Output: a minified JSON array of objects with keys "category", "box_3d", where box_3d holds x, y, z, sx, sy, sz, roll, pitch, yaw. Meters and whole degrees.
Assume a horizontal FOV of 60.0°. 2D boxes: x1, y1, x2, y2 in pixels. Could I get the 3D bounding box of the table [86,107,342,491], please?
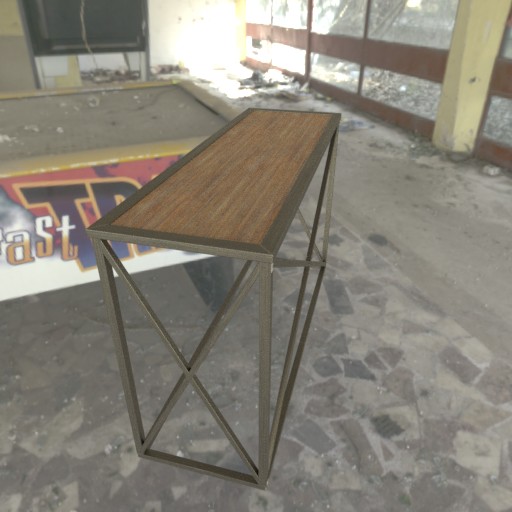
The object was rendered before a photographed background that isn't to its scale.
[{"category":"table","box_3d":[0.000,0.000,1.572,0.402,0.753,1.216,8,31,13]}]
